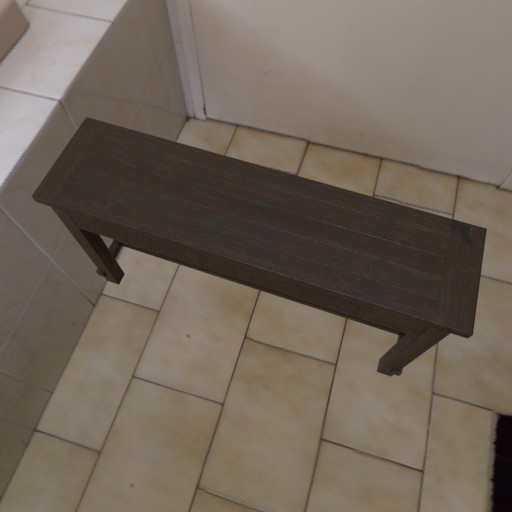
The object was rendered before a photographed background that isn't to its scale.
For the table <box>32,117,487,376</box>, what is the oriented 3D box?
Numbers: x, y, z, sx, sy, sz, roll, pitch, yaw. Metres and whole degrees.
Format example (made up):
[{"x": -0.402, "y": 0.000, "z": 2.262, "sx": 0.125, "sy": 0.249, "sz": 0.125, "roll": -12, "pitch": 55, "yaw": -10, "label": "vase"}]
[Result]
[{"x": 0.000, "y": 0.000, "z": 1.943, "sx": 1.599, "sy": 0.762, "sz": 0.442, "roll": 17, "pitch": 65, "yaw": 8, "label": "table"}]
